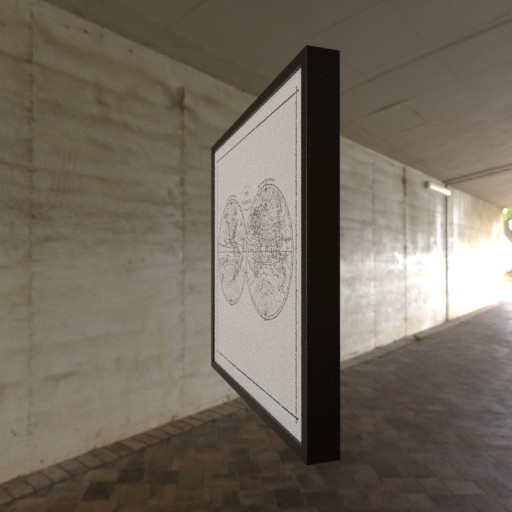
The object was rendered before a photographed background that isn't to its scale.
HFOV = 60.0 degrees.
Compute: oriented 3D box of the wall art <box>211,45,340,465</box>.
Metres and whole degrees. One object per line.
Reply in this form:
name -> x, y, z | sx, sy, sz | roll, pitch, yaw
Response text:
wall art -> 0.000, 0.000, 0.495 | 0.029, 0.318, 0.327 | 0, 0, -18
